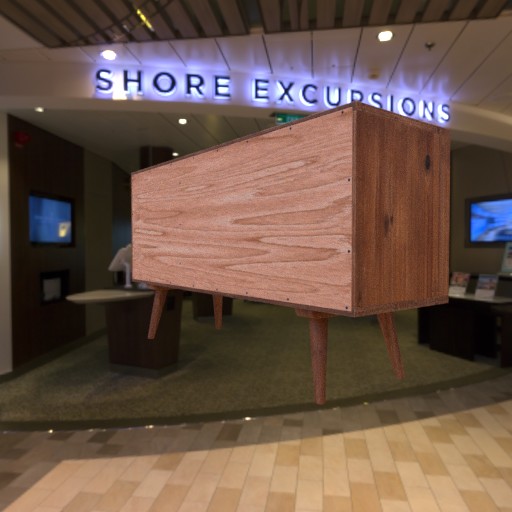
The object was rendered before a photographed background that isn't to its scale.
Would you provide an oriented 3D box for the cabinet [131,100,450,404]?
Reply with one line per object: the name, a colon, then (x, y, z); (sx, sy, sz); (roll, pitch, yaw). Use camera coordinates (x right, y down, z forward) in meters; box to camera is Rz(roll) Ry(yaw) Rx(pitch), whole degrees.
cabinet: (0.000, 0.000, 1.796); (0.472, 0.800, 1.400); (-1, 2, -38)
